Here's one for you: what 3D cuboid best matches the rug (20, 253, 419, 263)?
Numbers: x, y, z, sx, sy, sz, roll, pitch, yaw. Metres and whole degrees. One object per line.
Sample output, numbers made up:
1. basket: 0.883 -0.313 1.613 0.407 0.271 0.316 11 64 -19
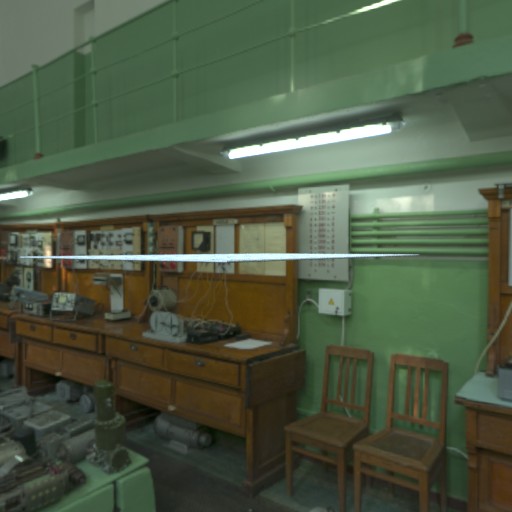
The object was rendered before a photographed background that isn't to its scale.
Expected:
1. rug: 0.000 0.000 3.044 1.512 0.009 2.457 1 1 36
